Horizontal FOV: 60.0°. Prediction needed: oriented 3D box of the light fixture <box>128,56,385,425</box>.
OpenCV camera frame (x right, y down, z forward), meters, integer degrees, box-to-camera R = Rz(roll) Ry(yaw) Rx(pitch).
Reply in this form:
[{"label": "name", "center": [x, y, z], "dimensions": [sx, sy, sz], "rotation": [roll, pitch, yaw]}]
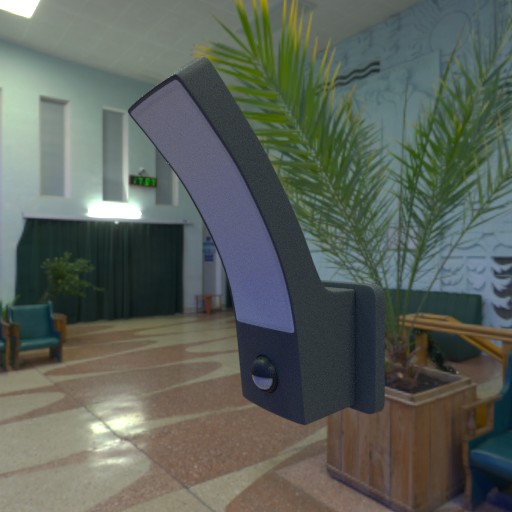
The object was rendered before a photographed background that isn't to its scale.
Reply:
[{"label": "light fixture", "center": [0.000, 0.000, 0.335], "dimensions": [0.174, 0.243, 0.108], "rotation": [0, 0, -35]}]
